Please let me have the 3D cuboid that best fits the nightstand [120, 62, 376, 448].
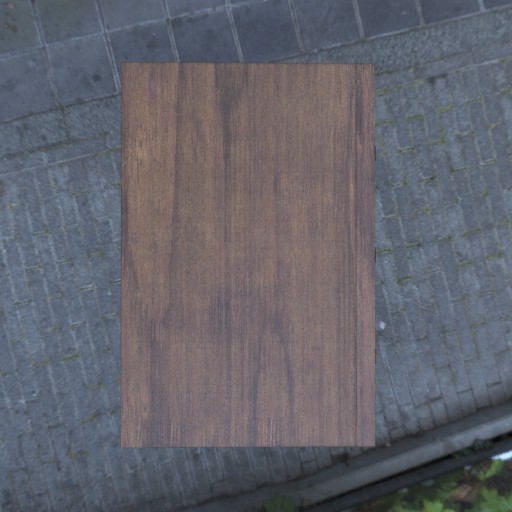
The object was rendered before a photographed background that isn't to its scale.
[{"bbox_3d":[0.000,0.000,1.006,0.437,0.610,0.610,0,90,-1],"label":"nightstand"}]
